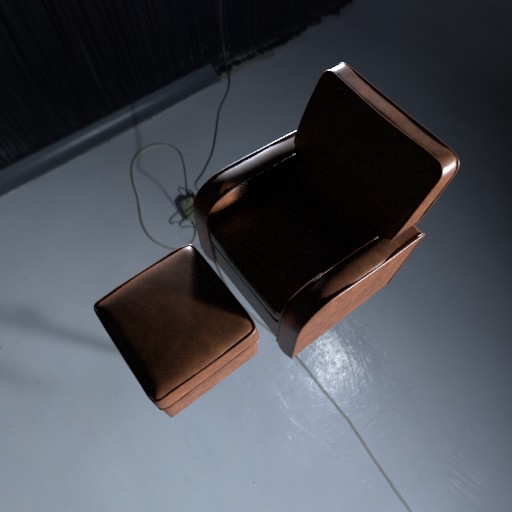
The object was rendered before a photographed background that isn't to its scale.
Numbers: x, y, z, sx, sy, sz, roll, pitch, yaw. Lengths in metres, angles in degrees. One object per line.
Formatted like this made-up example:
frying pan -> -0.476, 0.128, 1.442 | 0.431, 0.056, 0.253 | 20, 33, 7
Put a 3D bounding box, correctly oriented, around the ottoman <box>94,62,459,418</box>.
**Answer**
ottoman -> 0.000, 0.000, 1.826 | 1.314, 0.904, 0.732 | -34, 68, -16
